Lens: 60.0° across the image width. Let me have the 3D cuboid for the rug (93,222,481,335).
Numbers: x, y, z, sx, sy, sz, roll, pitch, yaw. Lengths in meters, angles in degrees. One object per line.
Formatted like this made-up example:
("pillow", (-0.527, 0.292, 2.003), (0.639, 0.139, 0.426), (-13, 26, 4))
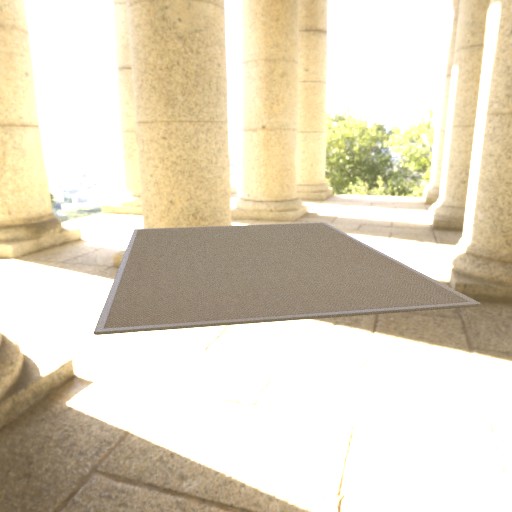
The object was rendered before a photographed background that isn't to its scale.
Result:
("rug", (0.000, 0.000, 4.095), (2.407, 0.020, 3.051), (-3, 15, -10))
